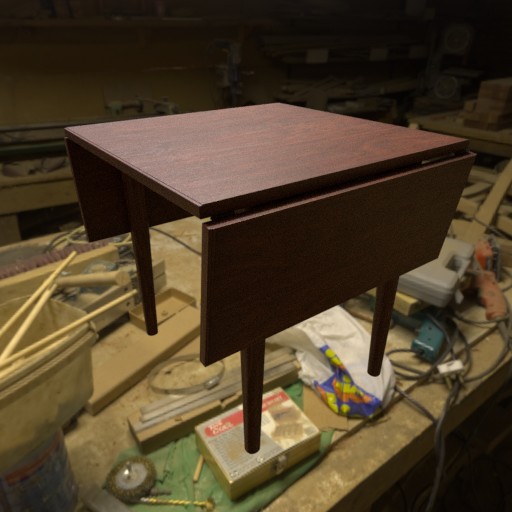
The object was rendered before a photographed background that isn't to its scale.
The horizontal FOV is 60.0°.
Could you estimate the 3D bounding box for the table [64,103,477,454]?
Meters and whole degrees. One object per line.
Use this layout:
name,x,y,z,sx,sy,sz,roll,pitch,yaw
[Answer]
table,0.000,0.000,1.399,0.812,0.763,0.843,-19,33,-32
